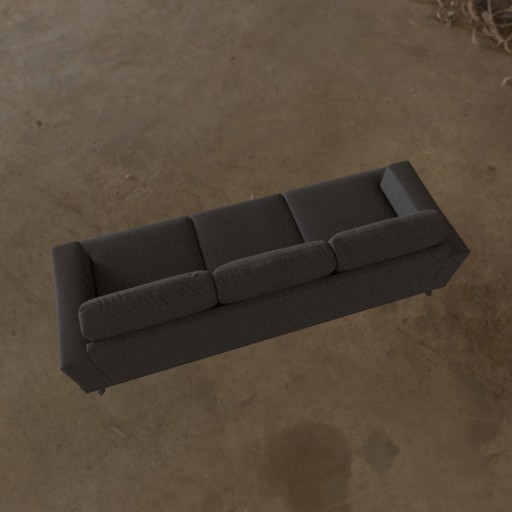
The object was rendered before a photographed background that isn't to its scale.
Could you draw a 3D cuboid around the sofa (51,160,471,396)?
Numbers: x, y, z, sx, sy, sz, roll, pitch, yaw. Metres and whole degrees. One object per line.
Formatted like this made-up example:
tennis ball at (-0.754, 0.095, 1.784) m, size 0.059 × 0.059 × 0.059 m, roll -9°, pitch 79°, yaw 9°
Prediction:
sofa at (0.000, 0.000, 2.719) m, size 2.310 × 0.810 × 0.920 m, roll -15°, pitch 59°, yaw -9°
